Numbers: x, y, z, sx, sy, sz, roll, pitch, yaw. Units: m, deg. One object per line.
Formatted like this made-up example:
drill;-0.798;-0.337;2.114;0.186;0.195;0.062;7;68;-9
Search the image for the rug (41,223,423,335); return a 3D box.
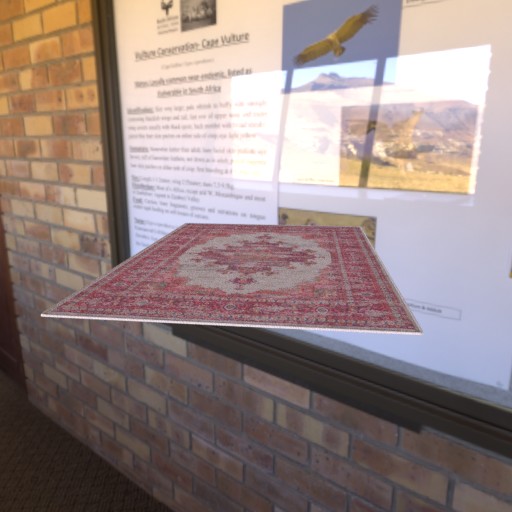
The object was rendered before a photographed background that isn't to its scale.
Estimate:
rug;0.000;0.000;3.656;2.005;0.014;2.878;2;14;7
